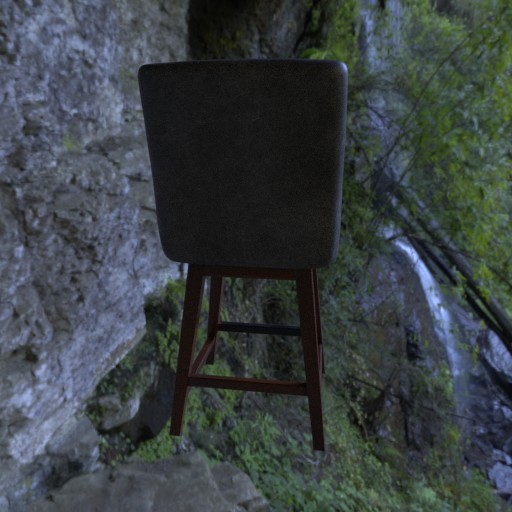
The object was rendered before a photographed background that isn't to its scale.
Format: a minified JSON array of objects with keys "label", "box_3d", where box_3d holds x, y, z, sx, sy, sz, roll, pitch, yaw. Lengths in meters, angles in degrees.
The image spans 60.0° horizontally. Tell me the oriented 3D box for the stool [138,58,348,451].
[{"label":"stool","box_3d":[0.000,0.000,1.366,0.492,1.046,0.587,2,16,8]}]
